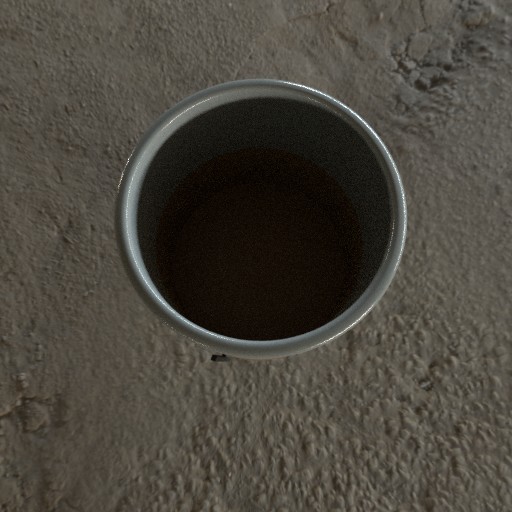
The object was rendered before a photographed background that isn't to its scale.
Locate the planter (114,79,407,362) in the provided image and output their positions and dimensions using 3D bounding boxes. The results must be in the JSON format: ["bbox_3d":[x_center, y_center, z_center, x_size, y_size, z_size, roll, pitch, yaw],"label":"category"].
[{"bbox_3d":[0.000,0.000,0.659,0.310,0.432,0.310,35,79,8],"label":"planter"}]
